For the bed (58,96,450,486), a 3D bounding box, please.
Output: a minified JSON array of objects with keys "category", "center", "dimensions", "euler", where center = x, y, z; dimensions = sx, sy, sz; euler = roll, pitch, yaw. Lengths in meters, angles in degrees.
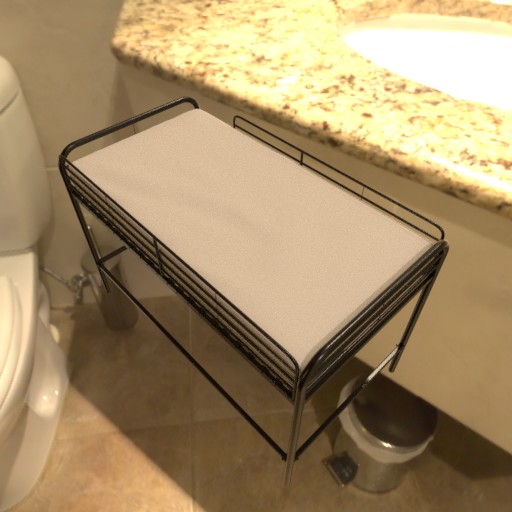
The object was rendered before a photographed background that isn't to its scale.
[{"category":"bed","center":[0.000,0.000,2.852],"dimensions":[1.393,1.289,1.968],"euler":[-35,55,-28]}]
